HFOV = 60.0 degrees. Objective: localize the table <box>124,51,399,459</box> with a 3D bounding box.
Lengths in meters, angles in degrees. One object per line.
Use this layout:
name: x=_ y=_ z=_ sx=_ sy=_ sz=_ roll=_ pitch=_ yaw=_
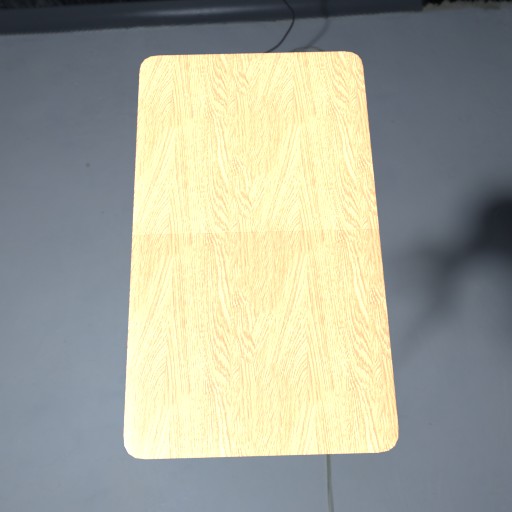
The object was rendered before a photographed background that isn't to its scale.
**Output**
table: x=0.000 y=0.000 z=2.081 sx=0.950 sy=0.770 sz=1.600 roll=-1 pitch=76 yaw=0
